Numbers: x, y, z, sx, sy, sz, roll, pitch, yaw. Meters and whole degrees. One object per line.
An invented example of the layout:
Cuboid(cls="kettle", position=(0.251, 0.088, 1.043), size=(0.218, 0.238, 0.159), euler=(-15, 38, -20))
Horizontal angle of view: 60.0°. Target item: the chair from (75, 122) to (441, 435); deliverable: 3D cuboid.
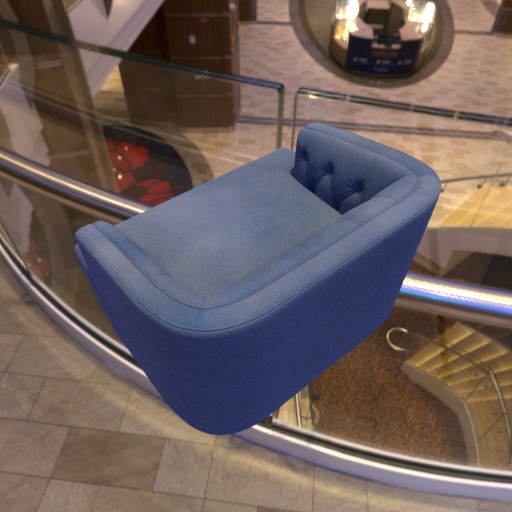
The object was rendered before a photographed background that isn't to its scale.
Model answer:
Cuboid(cls="chair", position=(0.000, 0.000, 1.743), size=(1.118, 0.787, 0.914), euler=(-30, 54, -26))
